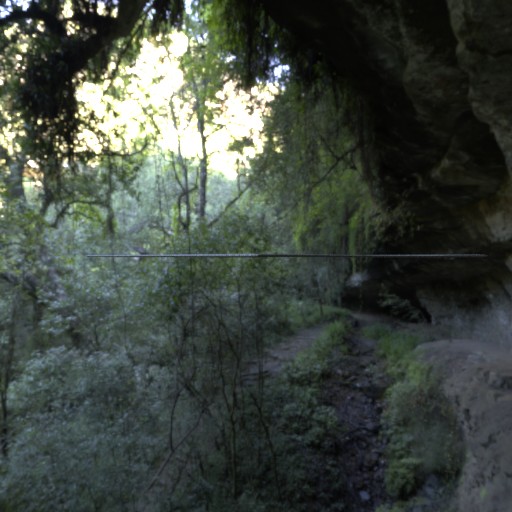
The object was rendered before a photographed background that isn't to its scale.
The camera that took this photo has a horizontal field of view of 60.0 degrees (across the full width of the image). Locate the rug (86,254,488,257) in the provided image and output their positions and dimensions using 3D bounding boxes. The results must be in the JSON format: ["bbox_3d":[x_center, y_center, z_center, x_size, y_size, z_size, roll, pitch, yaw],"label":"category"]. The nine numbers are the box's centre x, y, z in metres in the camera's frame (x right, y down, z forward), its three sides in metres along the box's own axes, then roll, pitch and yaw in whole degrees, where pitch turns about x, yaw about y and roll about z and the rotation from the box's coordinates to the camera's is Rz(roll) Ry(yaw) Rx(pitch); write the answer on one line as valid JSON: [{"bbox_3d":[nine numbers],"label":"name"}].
[{"bbox_3d":[0.000,0.000,5.128,2.782,0.025,3.935,0,0,-36],"label":"rug"}]
